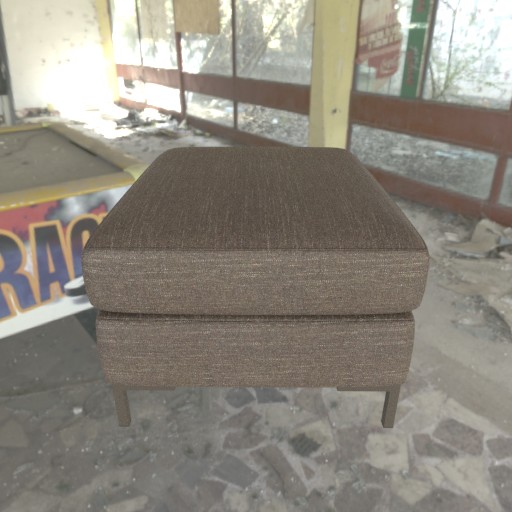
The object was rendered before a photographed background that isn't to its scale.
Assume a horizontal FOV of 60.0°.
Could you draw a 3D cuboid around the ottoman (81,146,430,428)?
[{"bbox_3d":[0.000,0.000,1.238,0.671,0.490,0.820,0,26,0],"label":"ottoman"}]
